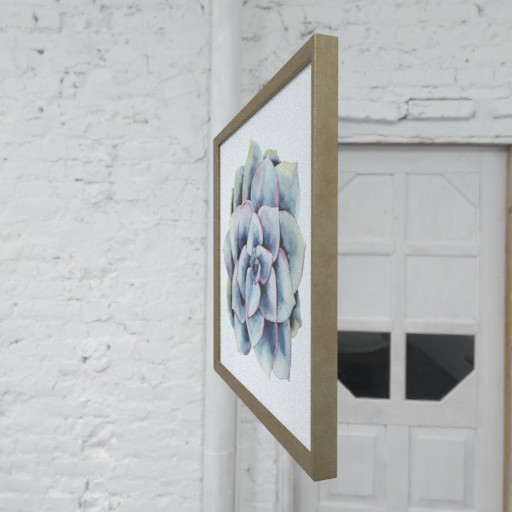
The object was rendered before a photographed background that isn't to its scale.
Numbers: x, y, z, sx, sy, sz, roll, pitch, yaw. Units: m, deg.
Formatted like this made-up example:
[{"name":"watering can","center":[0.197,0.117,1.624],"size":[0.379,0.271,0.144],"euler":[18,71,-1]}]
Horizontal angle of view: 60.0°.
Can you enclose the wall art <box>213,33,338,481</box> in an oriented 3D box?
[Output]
[{"name":"wall art","center":[0.000,0.000,0.742],"size":[0.030,0.506,0.503],"euler":[0,1,-19]}]
